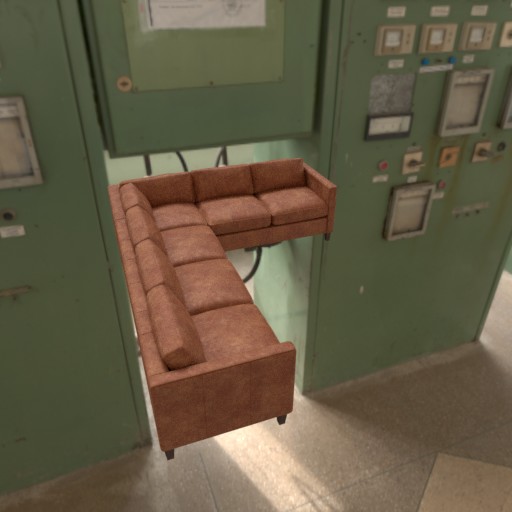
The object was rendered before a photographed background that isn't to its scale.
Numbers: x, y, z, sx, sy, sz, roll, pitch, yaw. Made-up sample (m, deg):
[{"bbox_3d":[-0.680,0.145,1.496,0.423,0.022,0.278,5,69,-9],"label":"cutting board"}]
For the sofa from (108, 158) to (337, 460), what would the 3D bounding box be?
[{"bbox_3d":[0.000,0.000,4.222,2.438,0.838,3.167,-11,33,-17],"label":"sofa"}]
